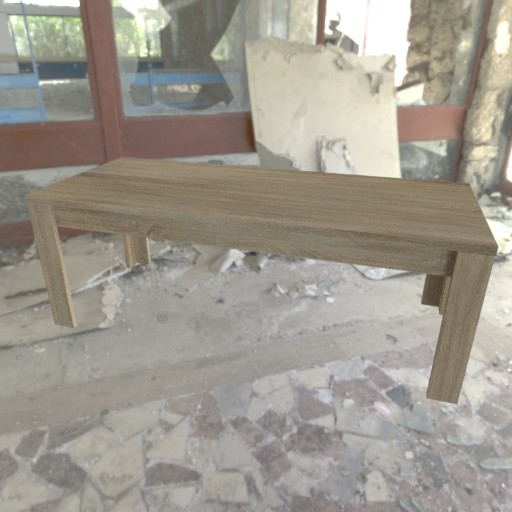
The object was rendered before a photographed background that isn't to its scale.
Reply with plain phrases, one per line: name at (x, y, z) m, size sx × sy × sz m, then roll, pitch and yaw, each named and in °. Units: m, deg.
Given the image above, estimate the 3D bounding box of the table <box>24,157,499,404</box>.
table at (0.000, 0.000, 2.530) m, size 2.200 × 0.790 × 0.900 m, roll 7°, pitch 26°, yaw 15°
